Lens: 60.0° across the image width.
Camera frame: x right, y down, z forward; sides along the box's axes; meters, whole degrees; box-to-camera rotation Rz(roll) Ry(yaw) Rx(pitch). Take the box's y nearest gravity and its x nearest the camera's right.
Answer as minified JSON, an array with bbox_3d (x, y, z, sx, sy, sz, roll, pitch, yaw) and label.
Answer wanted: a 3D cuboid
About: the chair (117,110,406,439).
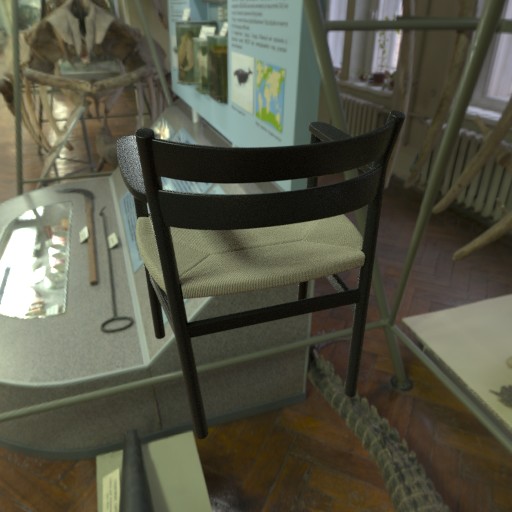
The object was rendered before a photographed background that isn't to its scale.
[{"bbox_3d":[0.000,0.000,1.192,0.630,0.775,0.508,-9,30,-17],"label":"chair"}]
